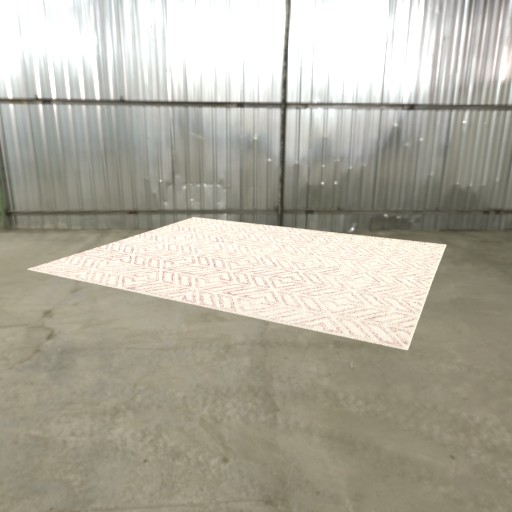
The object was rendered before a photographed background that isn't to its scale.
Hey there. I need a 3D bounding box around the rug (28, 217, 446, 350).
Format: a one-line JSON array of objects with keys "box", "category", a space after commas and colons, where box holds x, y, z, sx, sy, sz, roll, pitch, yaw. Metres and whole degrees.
[{"box": [0.000, 0.000, 4.061, 3.045, 0.008, 2.421, 8, 18, 26], "category": "rug"}]
